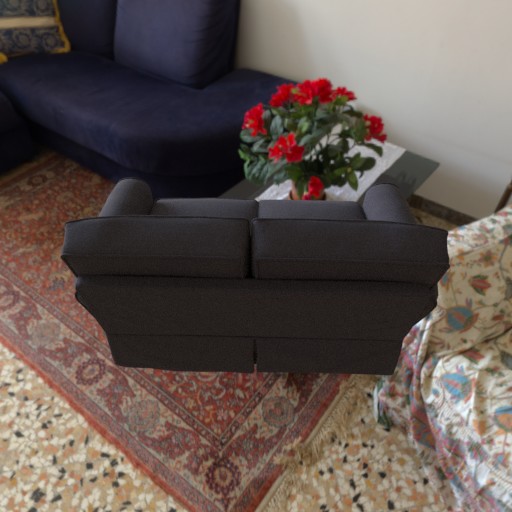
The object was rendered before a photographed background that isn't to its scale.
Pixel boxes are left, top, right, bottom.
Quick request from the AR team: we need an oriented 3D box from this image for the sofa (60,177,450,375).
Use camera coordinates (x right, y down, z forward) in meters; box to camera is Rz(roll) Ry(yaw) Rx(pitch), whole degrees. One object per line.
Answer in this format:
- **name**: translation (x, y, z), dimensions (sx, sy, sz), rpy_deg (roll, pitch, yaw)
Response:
- **sofa**: translation (0.000, 0.000, 2.460), dimensions (1.801, 1.059, 0.997), rpy_deg (1, 45, 1)
